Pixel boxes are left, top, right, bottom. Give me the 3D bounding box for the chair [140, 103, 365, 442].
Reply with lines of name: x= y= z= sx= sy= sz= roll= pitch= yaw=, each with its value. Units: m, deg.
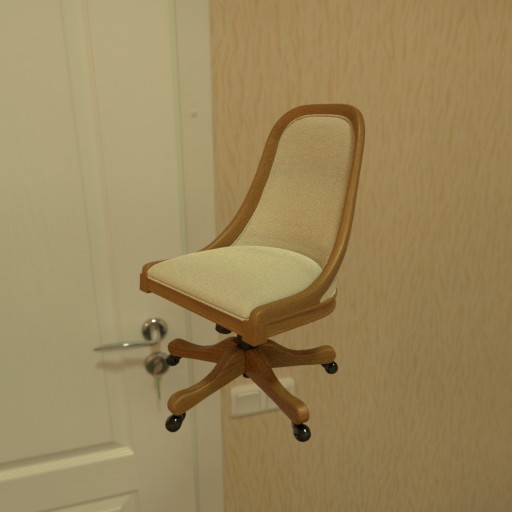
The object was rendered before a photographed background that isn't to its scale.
chair: x=0.000 y=0.000 z=1.537 sx=0.702 sy=1.009 sz=0.811 roll=17 pitch=24 yaw=42
